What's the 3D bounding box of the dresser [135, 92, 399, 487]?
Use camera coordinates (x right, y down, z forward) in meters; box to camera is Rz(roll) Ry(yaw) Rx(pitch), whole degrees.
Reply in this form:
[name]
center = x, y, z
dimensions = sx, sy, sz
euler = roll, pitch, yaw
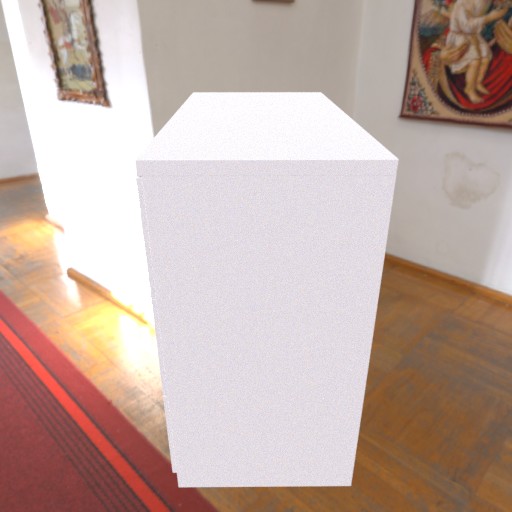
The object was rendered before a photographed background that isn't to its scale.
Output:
[dresser]
center = 0.000, 0.000, 1.196
dimensions = 0.420, 0.740, 0.830
euler = 0, 27, 0
